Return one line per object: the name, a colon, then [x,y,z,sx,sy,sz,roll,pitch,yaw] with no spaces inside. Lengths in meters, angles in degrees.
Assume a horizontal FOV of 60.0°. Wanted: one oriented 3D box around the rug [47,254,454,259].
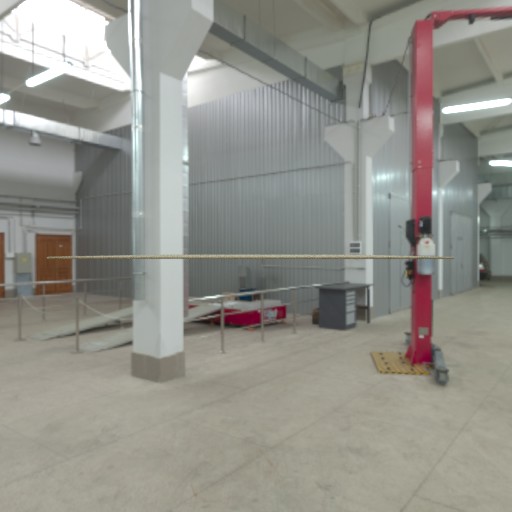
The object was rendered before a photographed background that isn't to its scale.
rug: [0.000,0.000,4.181,2.471,0.012,3.034,0,0,2]
